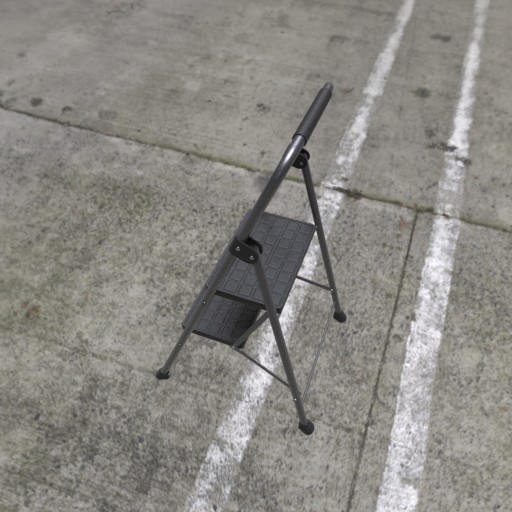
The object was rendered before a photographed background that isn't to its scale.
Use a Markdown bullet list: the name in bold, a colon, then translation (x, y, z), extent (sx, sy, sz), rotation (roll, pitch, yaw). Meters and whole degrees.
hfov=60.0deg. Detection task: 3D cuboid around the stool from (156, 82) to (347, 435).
- **stool**: translation (0.000, 0.000, 1.147), extent (0.514, 0.872, 0.450), rotation (16, 50, 14)
